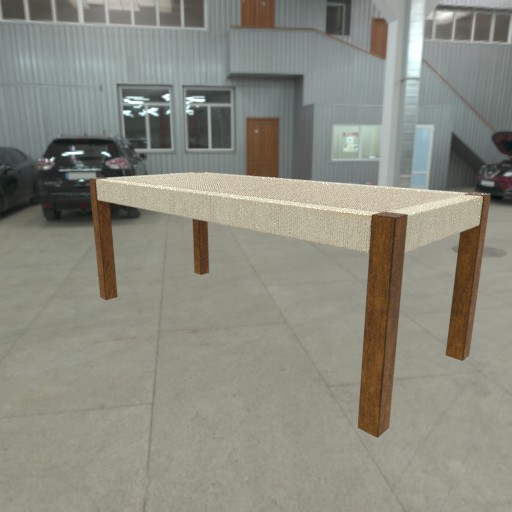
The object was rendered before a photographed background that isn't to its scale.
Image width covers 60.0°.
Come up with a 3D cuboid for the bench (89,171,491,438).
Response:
[{"bbox_3d":[0.000,0.000,1.430,1.198,0.457,0.507,14,20,43],"label":"bench"}]
